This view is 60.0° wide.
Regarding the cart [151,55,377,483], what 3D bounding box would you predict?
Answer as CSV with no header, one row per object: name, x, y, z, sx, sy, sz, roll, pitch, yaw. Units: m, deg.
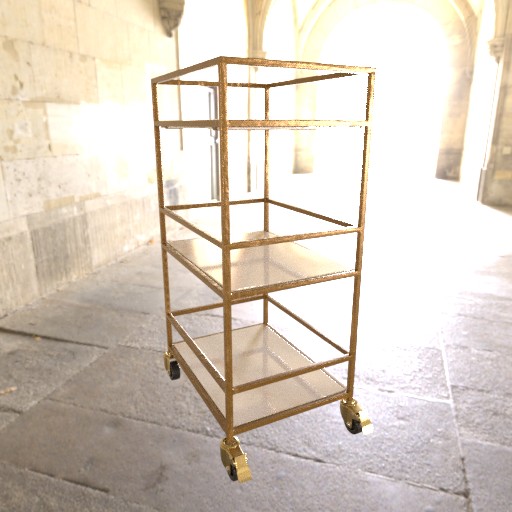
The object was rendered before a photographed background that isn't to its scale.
cart,0.000,0.000,0.989,0.332,0.761,0.483,-8,19,-26
